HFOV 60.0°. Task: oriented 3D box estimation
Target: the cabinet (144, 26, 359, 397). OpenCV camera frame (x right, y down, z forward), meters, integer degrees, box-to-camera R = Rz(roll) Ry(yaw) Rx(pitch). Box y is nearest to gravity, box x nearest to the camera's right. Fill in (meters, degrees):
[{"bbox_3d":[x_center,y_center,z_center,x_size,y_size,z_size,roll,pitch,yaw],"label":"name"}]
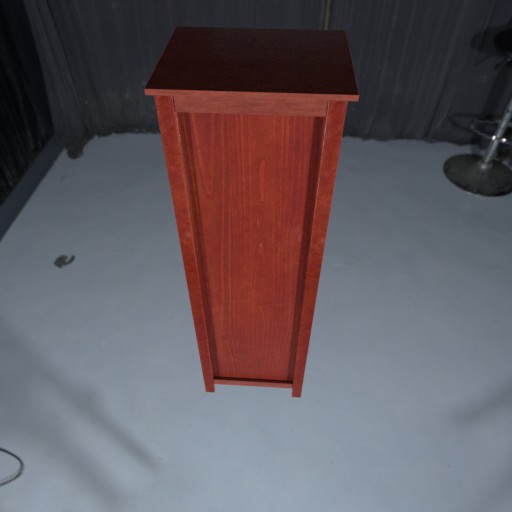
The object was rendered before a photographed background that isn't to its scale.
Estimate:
[{"bbox_3d":[0.000,0.000,1.713,0.500,1.518,0.401,3,46,2],"label":"cabinet"}]
